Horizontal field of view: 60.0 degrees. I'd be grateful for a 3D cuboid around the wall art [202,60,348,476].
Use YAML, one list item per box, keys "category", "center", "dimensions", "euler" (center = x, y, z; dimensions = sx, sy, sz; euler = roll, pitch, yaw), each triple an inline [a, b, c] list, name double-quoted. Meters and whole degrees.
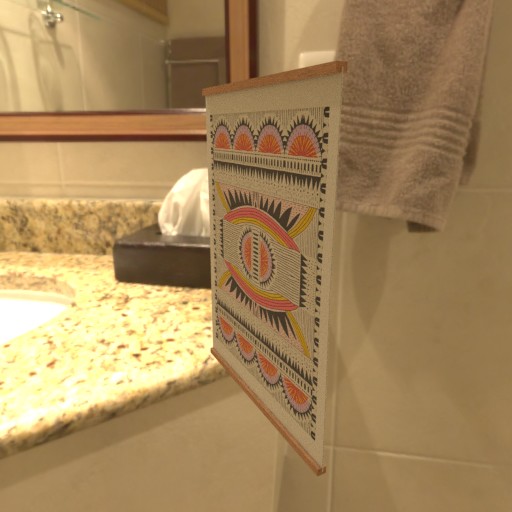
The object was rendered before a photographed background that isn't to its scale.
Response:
- category: "wall art"
  center: [0.000, 0.000, 1.362]
  dimensions: [0.028, 1.016, 0.765]
  euler: [-8, 18, -26]
